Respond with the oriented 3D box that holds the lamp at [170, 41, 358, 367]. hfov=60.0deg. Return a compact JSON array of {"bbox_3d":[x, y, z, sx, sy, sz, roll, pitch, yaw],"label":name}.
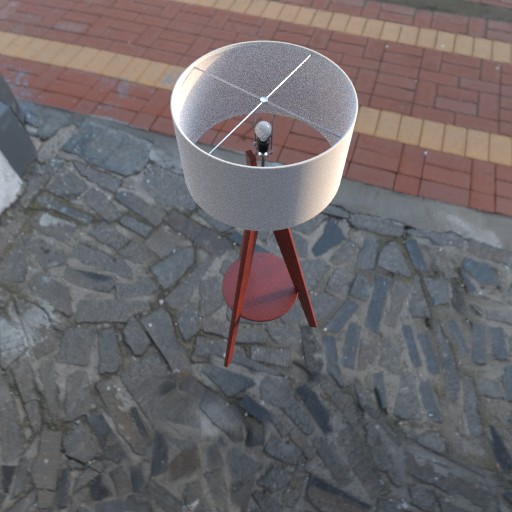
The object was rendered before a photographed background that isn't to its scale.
[{"bbox_3d":[0.000,0.000,1.739,0.539,1.472,0.542,31,64,17],"label":"lamp"}]
